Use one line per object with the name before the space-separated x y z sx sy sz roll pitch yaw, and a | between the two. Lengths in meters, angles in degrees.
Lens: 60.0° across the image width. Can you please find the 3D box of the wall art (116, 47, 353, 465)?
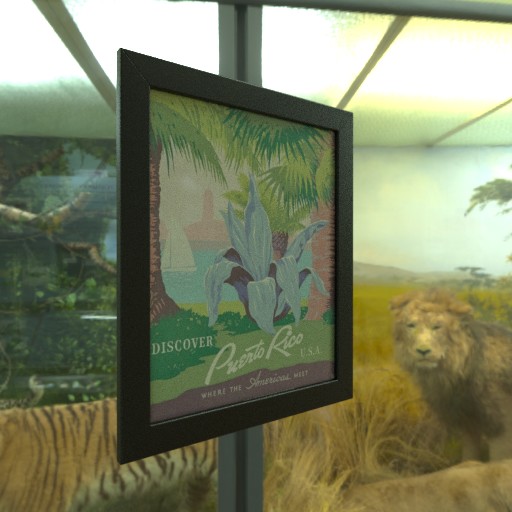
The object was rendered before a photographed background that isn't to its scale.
wall art | 0.000 0.000 0.765 0.481 0.582 0.018 0 0 -37
